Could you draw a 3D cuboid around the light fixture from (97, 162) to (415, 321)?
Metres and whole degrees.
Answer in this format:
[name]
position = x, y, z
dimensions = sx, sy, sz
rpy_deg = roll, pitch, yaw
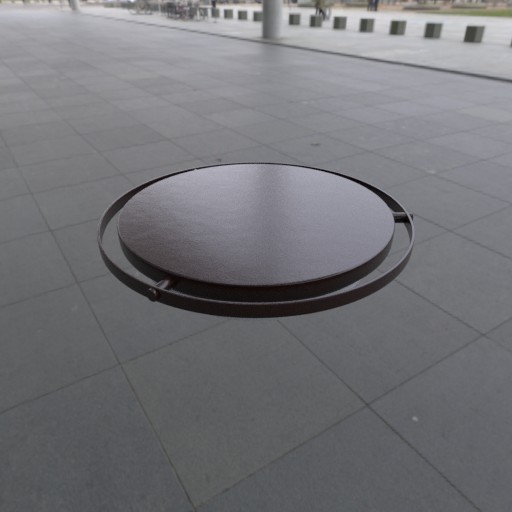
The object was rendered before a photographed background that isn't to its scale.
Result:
[light fixture]
position = 0.000, 0.000, 0.556
dimensions = 0.361, 0.130, 0.361
rpy_deg = 0, 31, 0
